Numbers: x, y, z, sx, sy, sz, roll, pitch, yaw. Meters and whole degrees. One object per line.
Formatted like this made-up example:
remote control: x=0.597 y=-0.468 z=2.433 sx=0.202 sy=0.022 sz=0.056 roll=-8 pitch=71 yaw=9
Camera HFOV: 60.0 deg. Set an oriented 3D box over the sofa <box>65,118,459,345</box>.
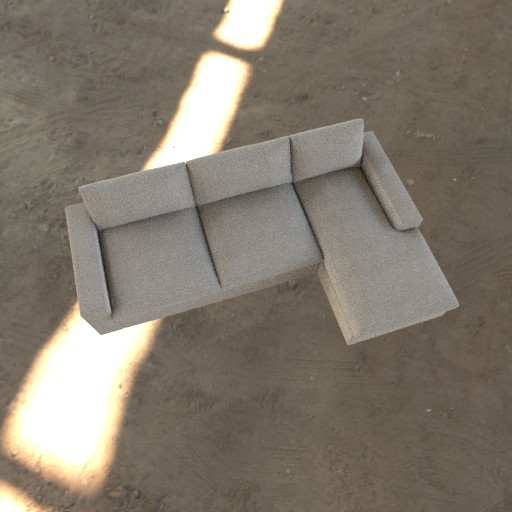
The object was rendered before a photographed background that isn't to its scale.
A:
sofa: x=0.000 y=0.000 z=3.488 sx=2.718 sy=0.813 sz=1.689 roll=-16 pitch=64 yaw=-8
